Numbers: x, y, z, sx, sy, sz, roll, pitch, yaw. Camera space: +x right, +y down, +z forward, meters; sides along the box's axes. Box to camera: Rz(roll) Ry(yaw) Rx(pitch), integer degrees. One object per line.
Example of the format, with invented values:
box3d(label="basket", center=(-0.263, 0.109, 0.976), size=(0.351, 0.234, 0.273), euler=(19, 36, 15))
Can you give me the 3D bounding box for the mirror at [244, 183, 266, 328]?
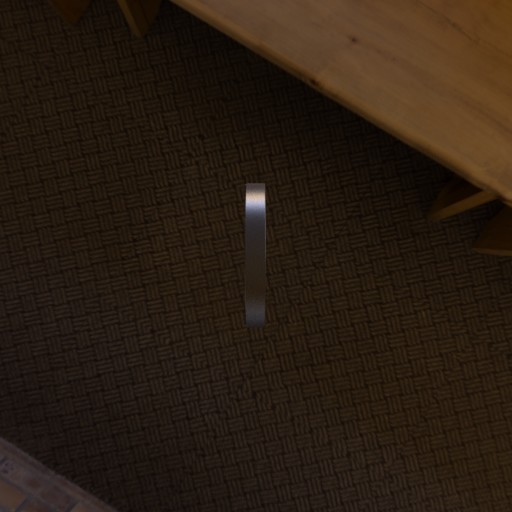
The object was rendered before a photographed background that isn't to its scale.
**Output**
box3d(label="mirror", center=(0.000, 0.000, 1.080), size=(0.032, 0.991, 0.222), euler=(0, 90, 0))
